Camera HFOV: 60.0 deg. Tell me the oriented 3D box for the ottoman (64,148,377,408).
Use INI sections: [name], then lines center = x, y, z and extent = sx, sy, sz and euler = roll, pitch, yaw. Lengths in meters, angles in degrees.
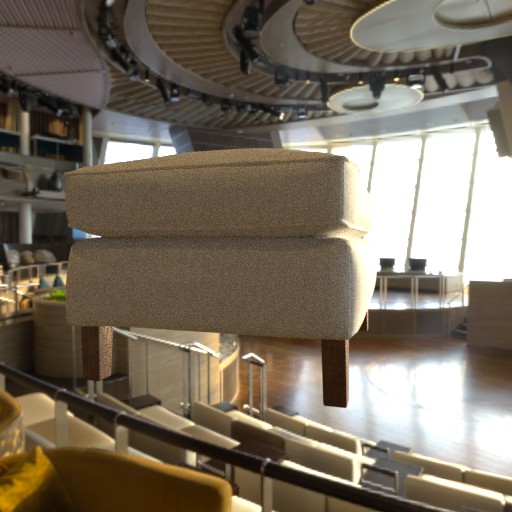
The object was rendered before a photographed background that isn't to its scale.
[ottoman]
center = 0.000, 0.000, 0.954
extent = 0.501, 0.406, 0.665
euler = 1, 2, 17
